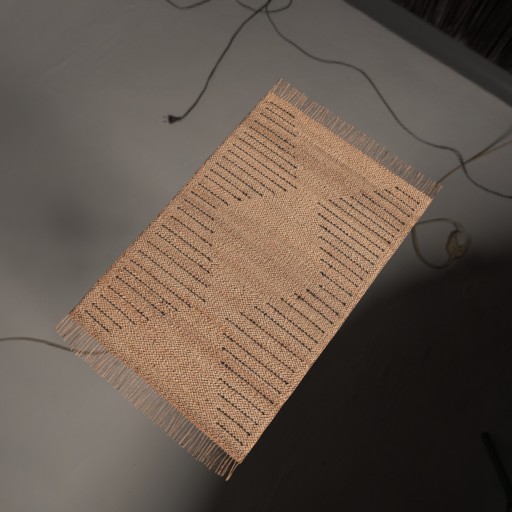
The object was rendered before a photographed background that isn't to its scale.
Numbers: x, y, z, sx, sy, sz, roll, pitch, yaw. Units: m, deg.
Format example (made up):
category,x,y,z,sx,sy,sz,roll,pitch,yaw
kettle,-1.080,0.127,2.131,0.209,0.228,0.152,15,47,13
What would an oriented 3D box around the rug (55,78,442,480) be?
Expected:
category,x,y,z,sx,sy,sz,roll,pitch,yaw
rug,0.000,0.000,2.538,1.224,0.027,2.085,37,78,10
